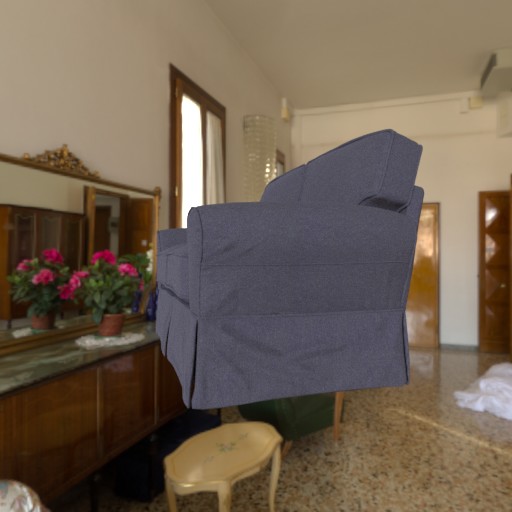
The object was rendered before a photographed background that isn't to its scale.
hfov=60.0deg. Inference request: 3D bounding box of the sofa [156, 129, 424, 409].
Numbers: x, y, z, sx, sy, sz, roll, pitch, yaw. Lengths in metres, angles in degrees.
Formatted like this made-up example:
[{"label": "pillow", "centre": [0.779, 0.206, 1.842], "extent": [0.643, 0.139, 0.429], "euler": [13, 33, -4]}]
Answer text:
[{"label": "sofa", "centre": [0.000, 0.000, 2.431], "extent": [0.997, 1.059, 1.801], "euler": [0, 0, -17]}]
